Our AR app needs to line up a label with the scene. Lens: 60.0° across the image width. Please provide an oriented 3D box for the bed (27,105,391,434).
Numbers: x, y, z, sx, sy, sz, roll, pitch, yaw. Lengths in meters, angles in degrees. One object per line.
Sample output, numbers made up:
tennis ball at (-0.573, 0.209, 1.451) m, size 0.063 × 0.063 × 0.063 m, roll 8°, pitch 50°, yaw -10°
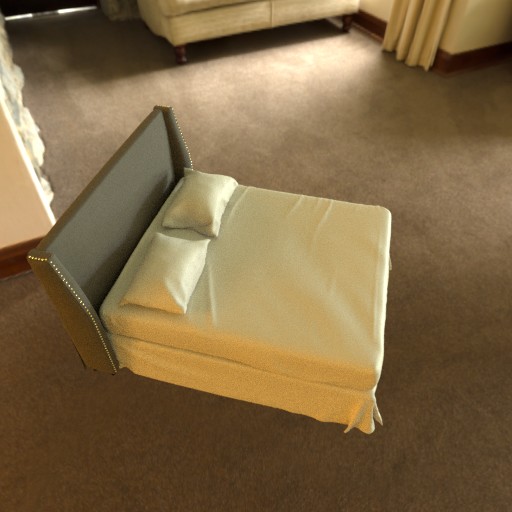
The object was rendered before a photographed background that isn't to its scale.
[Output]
bed at (0.000, 0.000, 3.448) m, size 2.276 × 1.332 × 1.925 m, roll 10°, pitch 47°, yaw 10°
